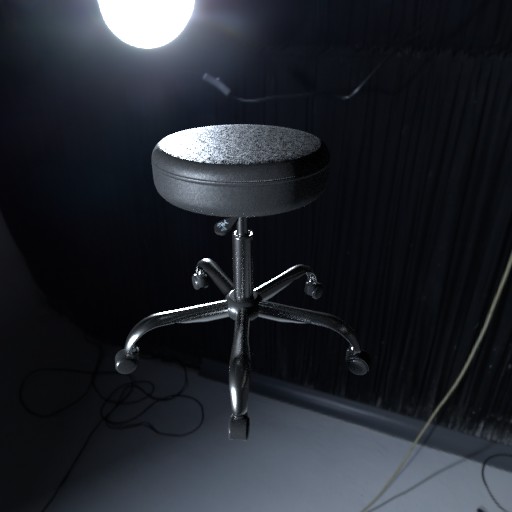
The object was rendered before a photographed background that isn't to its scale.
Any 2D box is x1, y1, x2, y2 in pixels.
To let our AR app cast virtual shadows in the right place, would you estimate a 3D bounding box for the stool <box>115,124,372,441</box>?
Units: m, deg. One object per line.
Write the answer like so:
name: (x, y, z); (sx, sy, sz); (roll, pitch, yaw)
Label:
stool: (0.000, 0.000, 1.128); (0.638, 0.576, 0.673); (10, 30, 18)
